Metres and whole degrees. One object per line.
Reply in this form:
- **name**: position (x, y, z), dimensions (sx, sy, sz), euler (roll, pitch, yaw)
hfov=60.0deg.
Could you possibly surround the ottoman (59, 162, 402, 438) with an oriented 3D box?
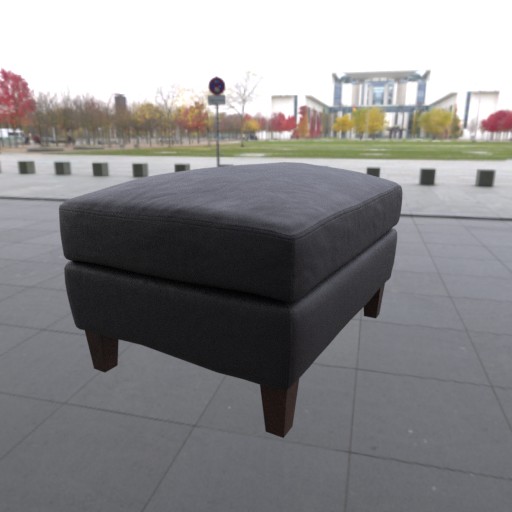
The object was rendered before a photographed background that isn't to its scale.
- **ottoman**: position (0.000, 0.000, 1.302), dimensions (0.659, 0.529, 0.887), euler (8, 17, 29)
